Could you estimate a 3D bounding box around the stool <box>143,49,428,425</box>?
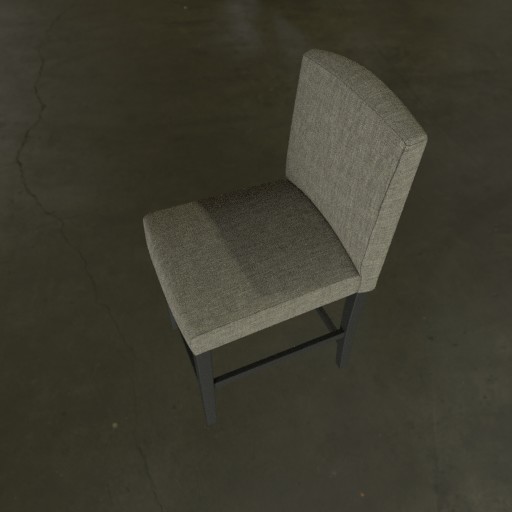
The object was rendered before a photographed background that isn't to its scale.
[{"bbox_3d":[0.000,0.000,1.248,0.552,0.966,0.451,-18,50,-16],"label":"stool"}]
